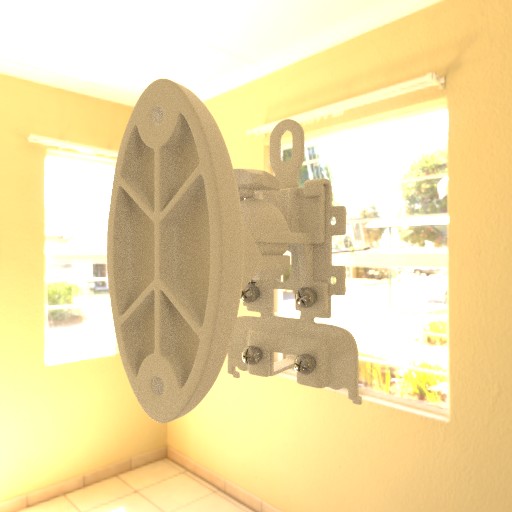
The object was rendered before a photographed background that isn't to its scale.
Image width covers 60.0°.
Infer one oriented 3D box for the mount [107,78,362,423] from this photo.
[{"bbox_3d":[0.000,0.000,0.175,0.066,0.118,0.100,0,0,37],"label":"mount"}]
